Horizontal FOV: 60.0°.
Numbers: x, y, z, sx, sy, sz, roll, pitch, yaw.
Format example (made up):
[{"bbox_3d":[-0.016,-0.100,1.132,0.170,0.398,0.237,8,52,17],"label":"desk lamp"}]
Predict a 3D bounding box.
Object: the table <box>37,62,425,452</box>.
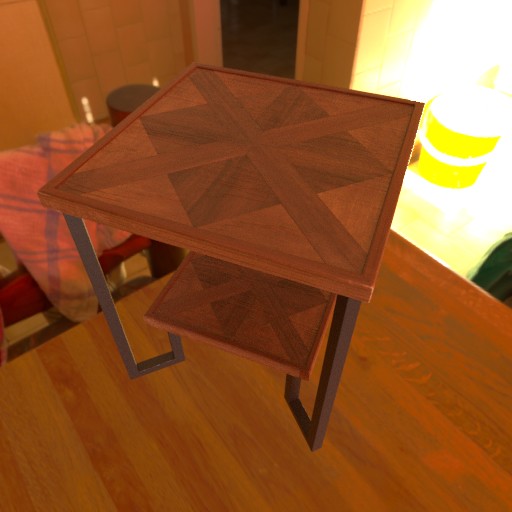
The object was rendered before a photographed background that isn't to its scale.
[{"bbox_3d":[0.000,0.000,0.956,0.503,0.563,0.503,16,48,15],"label":"table"}]
